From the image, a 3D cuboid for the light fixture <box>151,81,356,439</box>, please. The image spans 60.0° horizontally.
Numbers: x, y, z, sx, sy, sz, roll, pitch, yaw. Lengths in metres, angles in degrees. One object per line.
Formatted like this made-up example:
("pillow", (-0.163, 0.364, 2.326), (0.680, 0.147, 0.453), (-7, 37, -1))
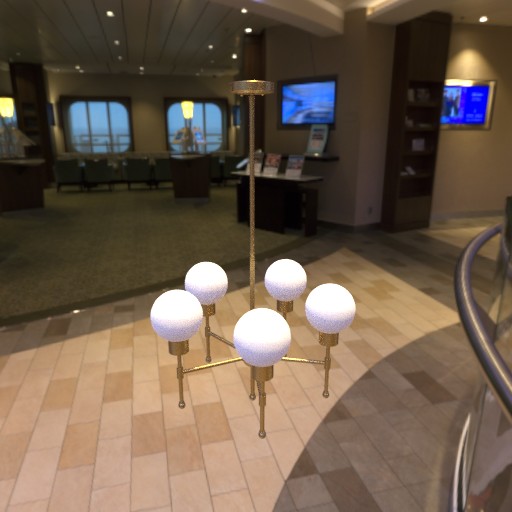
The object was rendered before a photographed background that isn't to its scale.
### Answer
("light fixture", (0.000, 0.000, 1.831), (0.815, 1.331, 0.785), (9, 18, 28))
